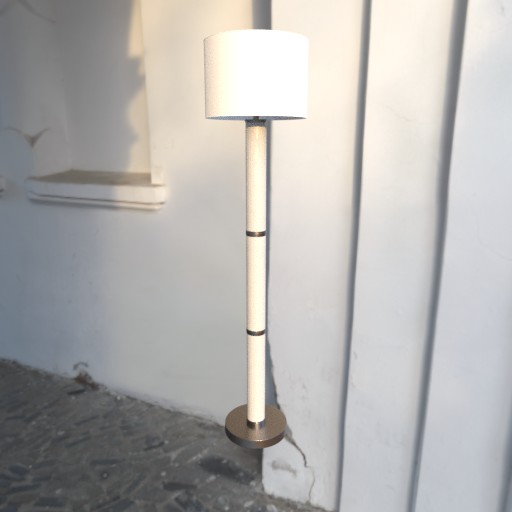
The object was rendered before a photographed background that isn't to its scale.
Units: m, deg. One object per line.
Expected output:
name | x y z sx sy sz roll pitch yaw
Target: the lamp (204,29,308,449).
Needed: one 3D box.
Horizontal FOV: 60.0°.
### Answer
lamp | 0.000 0.000 1.792 0.377 1.599 0.377 14 20 43
